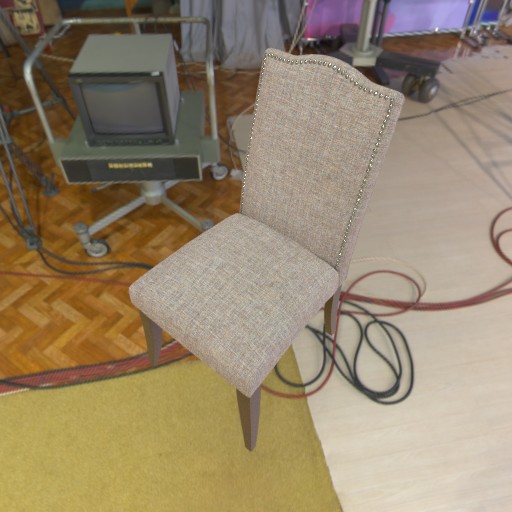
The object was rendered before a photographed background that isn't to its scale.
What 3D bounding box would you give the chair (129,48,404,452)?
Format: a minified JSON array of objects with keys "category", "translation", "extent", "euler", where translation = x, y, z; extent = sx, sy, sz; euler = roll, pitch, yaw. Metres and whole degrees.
[{"category":"chair","translation":[0.000,0.000,1.372],"extent":[0.513,1.016,0.660],"euler":[32,55,26]}]
